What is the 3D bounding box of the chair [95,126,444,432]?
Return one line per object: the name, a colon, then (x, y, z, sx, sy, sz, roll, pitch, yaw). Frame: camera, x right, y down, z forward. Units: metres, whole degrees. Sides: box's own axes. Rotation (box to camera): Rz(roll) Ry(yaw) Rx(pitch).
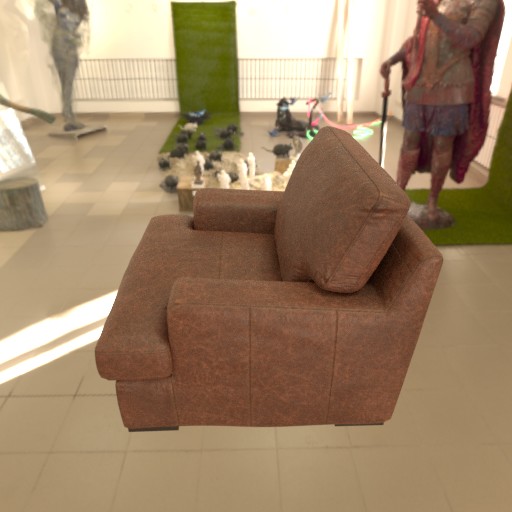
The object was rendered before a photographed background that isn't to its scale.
chair: (0.000, 0.000, 1.956, 1.143, 0.939, 1.168, -1, 28, -2)
